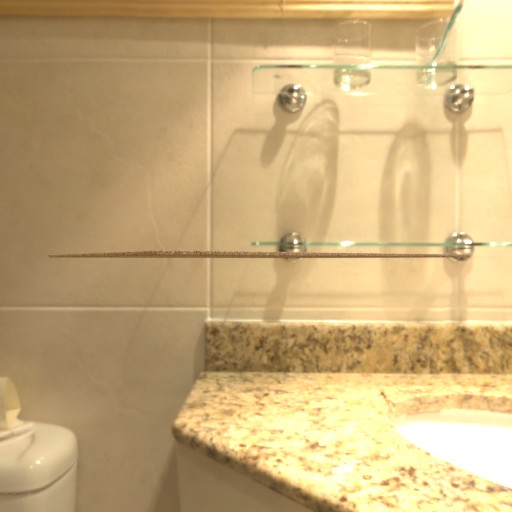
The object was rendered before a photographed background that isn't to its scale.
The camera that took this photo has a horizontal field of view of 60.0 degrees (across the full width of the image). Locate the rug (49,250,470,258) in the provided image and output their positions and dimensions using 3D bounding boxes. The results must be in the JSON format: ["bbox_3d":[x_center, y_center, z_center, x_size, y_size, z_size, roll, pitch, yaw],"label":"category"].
[{"bbox_3d":[0.000,0.000,4.038,3.000,0.026,2.400,0,-1,-37],"label":"rug"}]
